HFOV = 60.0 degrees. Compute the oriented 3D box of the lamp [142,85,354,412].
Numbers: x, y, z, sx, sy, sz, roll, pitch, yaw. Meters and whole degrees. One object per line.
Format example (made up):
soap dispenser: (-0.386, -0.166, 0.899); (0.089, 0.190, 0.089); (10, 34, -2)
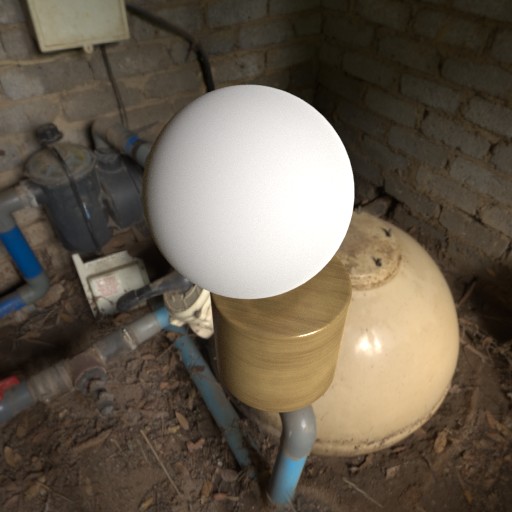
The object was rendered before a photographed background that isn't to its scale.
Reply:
lamp: (0.000, 0.000, 0.339); (0.152, 0.250, 0.141); (11, 43, 12)
